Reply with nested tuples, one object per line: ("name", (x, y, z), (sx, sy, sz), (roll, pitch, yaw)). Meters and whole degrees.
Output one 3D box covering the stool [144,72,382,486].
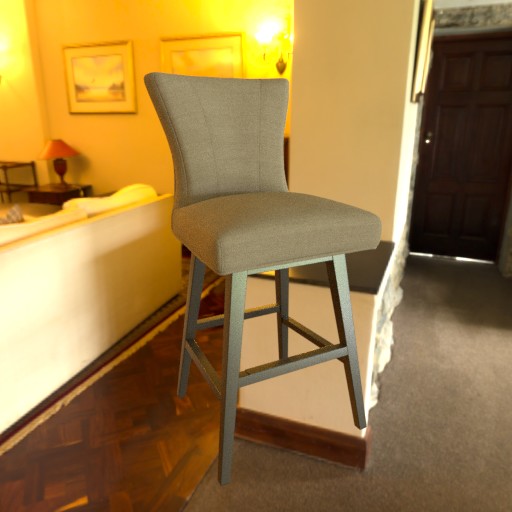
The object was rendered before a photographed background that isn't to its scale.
("stool", (0.000, 0.000, 1.390), (0.514, 1.086, 0.574), (-9, 19, -27))
